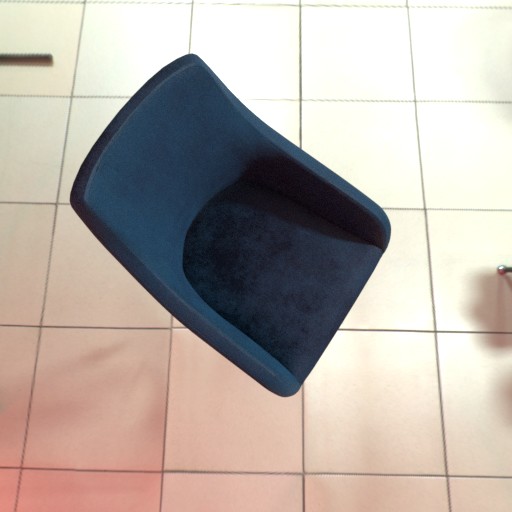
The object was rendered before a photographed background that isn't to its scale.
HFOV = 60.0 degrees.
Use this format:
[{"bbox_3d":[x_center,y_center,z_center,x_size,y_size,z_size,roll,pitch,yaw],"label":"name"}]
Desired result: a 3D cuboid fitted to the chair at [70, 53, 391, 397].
[{"bbox_3d":[0.000,0.000,1.514,0.794,1.081,0.683,33,78,8],"label":"chair"}]
